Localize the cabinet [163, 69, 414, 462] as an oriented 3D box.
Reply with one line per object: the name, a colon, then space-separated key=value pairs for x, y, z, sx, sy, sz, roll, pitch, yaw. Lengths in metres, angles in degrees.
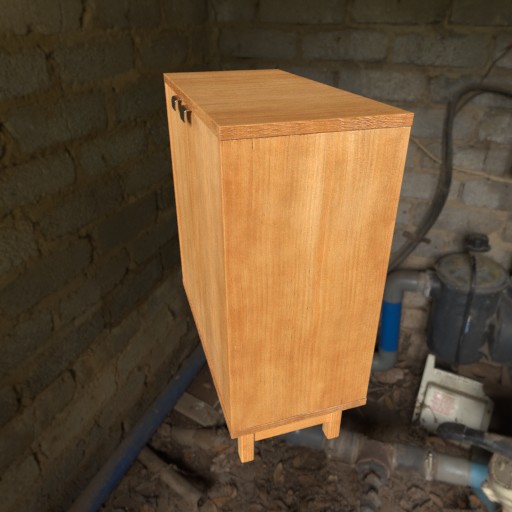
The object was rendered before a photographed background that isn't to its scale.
cabinet: x=0.000 y=0.000 z=1.401 sx=0.419 sy=1.001 sz=0.800 roll=-9 pitch=30 yaw=-15
